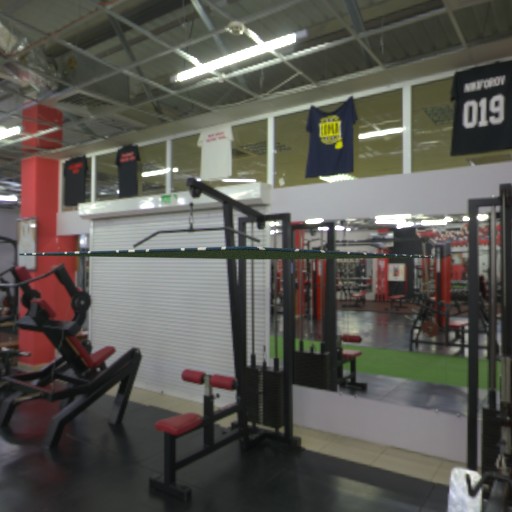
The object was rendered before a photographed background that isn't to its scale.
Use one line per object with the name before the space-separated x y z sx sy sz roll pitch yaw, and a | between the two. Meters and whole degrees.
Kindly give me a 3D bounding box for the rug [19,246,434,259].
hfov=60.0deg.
rug | 0.000 0.000 2.722 1.524 0.010 2.134 -1 -1 37
